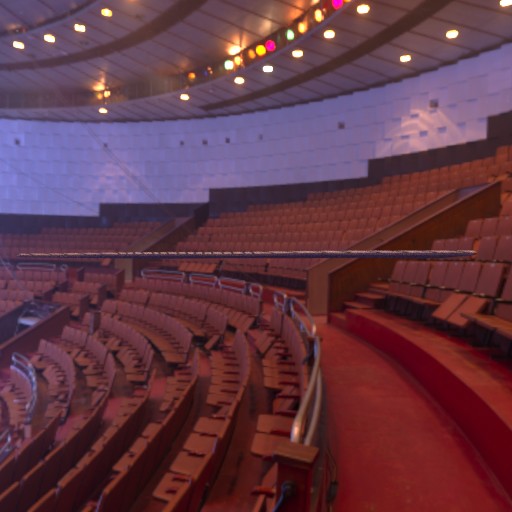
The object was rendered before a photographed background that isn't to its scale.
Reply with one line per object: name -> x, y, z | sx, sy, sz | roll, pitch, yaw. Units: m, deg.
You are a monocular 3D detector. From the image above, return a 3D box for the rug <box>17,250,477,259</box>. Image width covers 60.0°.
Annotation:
rug -> 0.000, 0.000, 2.896 | 2.406, 0.023, 1.539 | 0, -1, 19
